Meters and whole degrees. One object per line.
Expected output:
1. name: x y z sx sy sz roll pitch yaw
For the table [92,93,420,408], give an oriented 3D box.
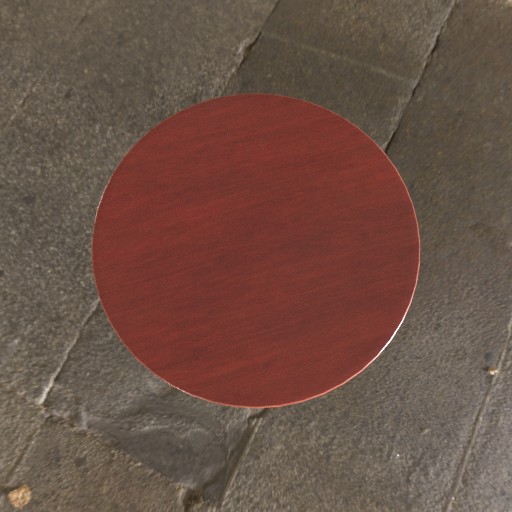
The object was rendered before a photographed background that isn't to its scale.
1. table: 0.000 0.000 1.619 1.029 0.486 1.029 0 75 0
